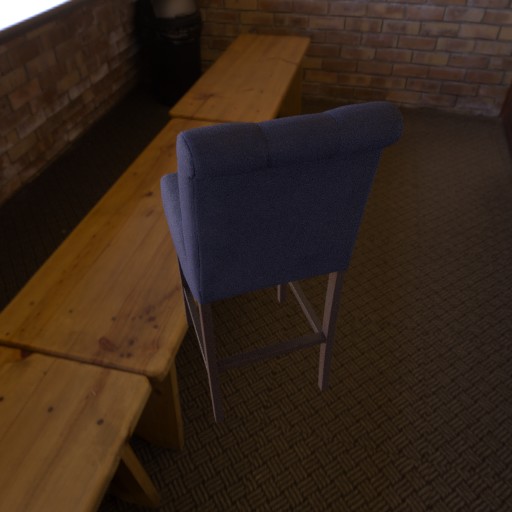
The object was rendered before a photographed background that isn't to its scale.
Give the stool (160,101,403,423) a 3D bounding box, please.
[{"bbox_3d":[0.000,0.000,1.413,0.493,1.140,0.601,-13,44,-14],"label":"stool"}]
